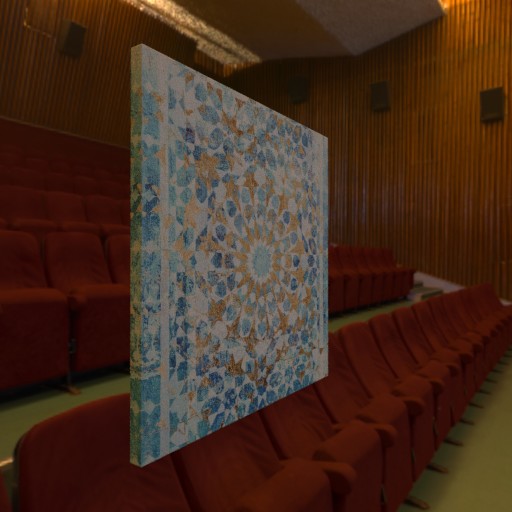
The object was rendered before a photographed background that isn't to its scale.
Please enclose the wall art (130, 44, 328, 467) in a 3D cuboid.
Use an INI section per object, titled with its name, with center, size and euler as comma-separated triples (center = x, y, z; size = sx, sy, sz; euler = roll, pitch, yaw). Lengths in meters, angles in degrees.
[wall art]
center = 0.000, 0.000, 1.343
size = 0.040, 0.916, 0.916
euler = 0, 0, 35
